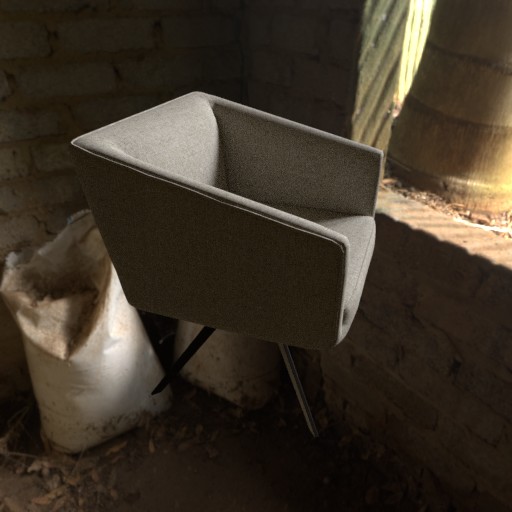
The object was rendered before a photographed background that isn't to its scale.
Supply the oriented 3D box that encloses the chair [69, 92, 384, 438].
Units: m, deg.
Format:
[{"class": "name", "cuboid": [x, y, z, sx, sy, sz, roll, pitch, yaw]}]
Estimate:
[{"class": "chair", "cuboid": [0.000, 0.000, 1.262, 0.623, 0.760, 0.628, 10, 32, 17]}]
